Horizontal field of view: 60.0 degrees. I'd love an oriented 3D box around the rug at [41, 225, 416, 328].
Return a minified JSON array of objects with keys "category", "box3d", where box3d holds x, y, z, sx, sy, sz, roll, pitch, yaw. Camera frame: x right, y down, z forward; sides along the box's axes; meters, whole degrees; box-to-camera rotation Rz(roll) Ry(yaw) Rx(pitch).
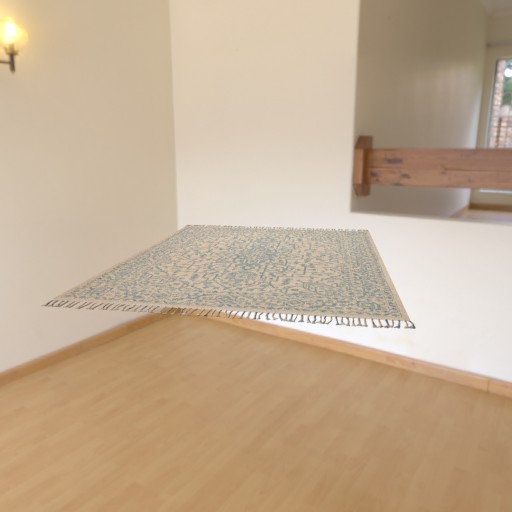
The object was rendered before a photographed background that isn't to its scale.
[{"category":"rug","box3d":[0.000,0.000,4.405,2.464,0.010,3.327,2,14,9]}]
